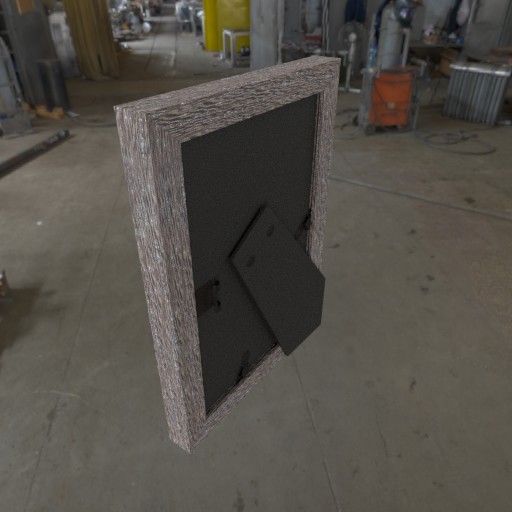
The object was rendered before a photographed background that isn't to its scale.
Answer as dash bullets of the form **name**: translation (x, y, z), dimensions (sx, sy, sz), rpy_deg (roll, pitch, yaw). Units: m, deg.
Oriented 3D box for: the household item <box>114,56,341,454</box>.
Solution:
- **household item**: translation (0.000, 0.000, 0.237), dimensions (0.020, 0.180, 0.133), rpy_deg (22, 39, 30)
